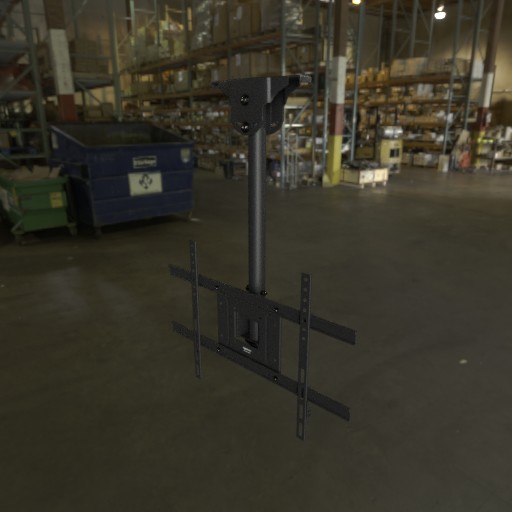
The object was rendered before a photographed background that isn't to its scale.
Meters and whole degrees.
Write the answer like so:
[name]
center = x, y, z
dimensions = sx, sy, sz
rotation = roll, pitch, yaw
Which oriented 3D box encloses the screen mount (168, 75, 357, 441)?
[screen mount]
center = 0.000, 0.000, 1.042
dimensions = 0.595, 0.775, 0.090
rotation = 16, 23, 41
